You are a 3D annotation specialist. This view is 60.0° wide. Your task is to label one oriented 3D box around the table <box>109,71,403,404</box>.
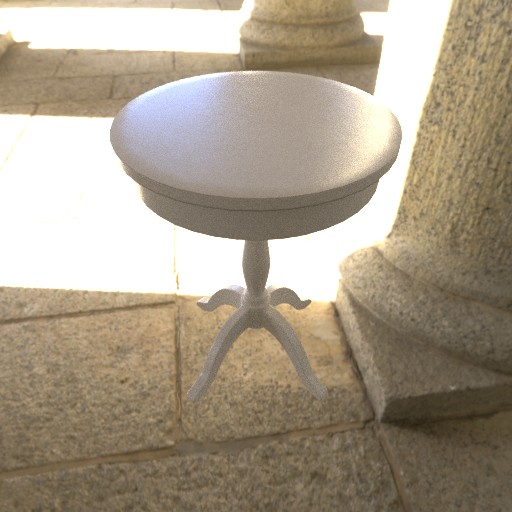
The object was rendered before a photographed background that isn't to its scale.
[{"bbox_3d":[0.000,0.000,1.010,0.513,0.653,0.513,0,41,0],"label":"table"}]
